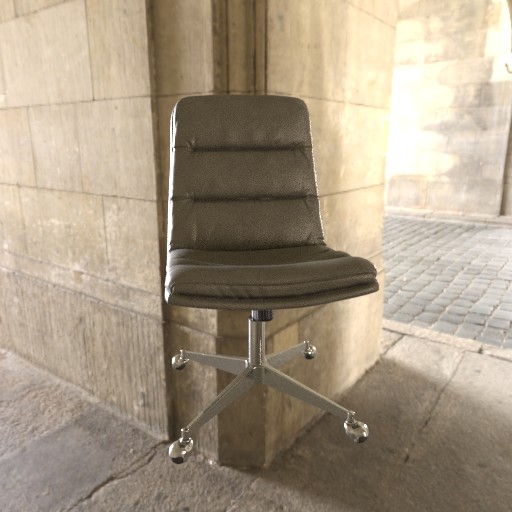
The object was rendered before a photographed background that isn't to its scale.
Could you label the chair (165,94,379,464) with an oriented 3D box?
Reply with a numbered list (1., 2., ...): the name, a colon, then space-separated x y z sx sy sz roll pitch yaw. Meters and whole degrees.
1. chair: 0.000 0.000 1.019 0.422 0.738 0.485 -3 15 -10
